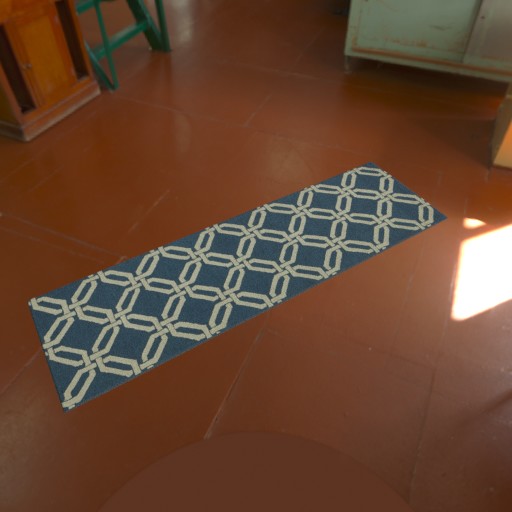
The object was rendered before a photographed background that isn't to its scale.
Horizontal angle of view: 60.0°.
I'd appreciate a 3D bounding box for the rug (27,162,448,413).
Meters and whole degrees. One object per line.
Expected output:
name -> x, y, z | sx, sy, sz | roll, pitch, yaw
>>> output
rug -> 0.000, 0.000, 2.429 | 2.276, 0.014, 0.678 | -24, 51, -21
